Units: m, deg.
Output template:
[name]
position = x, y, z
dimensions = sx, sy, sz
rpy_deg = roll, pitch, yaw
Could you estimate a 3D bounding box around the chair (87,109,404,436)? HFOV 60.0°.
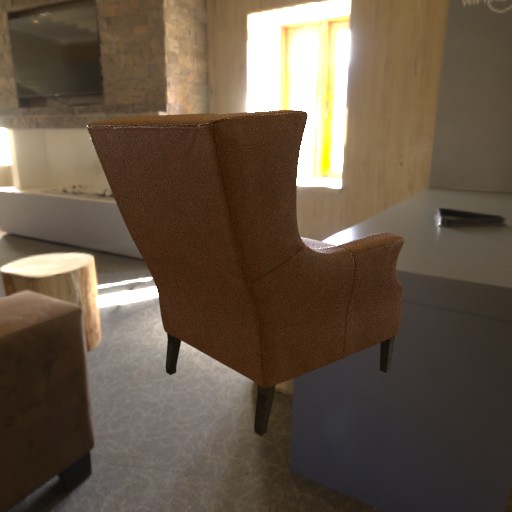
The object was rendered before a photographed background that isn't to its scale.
[chair]
position = 0.000, 0.000, 1.667
dimensions = 0.925, 1.016, 0.852
rpy_deg = -15, 22, -42
